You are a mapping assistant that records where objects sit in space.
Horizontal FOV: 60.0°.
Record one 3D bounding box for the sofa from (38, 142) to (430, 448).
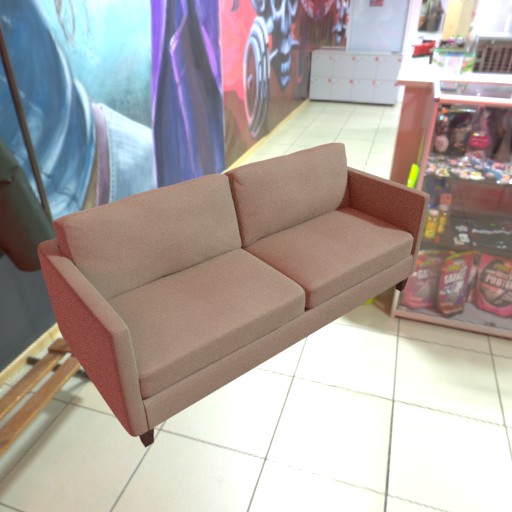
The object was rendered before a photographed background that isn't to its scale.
[{"bbox_3d":[0.000,0.000,2.670,2.181,0.932,0.948,-23,37,-33],"label":"sofa"}]
